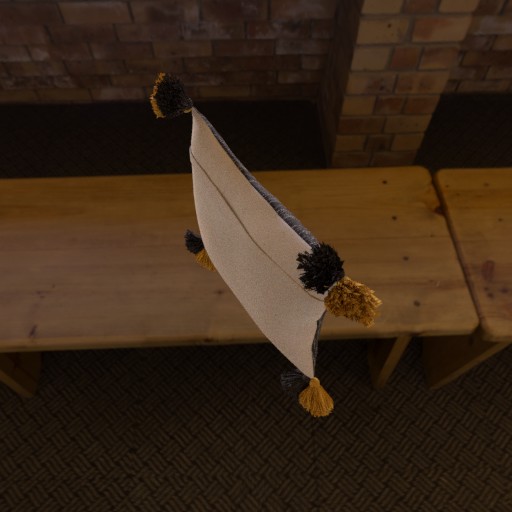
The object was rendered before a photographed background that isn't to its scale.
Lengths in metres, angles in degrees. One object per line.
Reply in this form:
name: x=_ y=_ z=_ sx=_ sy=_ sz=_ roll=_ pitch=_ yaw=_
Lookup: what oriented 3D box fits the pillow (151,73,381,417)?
pillow: x=0.000 y=0.000 z=0.971 sx=0.139 sy=0.659 sz=0.654 roll=-29 pitch=62 yaw=-17
